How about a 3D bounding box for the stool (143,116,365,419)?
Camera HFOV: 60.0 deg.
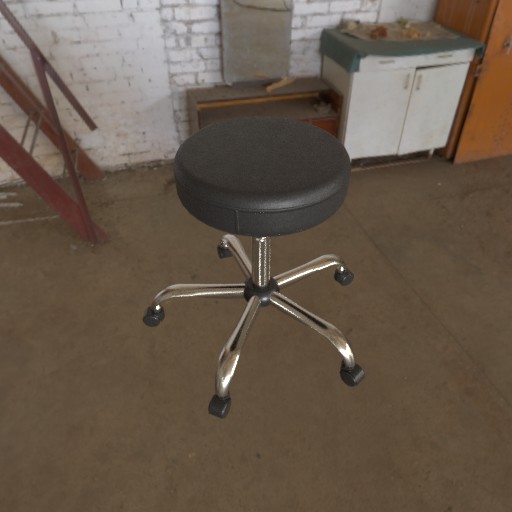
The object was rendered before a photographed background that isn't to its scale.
[{"bbox_3d":[0.000,0.000,1.160,0.673,0.576,0.638,12,42,14],"label":"stool"}]
